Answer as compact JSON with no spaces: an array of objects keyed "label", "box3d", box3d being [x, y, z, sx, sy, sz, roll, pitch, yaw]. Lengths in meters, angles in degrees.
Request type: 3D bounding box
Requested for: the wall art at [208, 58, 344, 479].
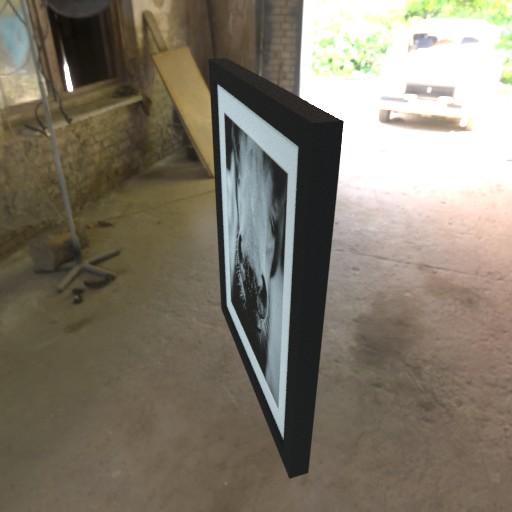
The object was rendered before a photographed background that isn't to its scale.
[{"label":"wall art","box3d":[0.000,0.000,0.541,0.024,0.404,0.329,-9,33,-15]}]
